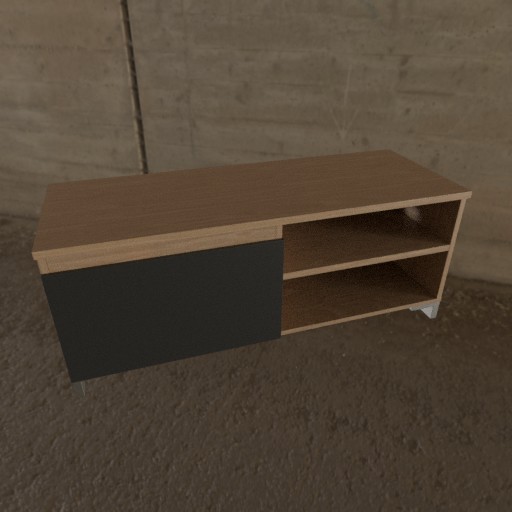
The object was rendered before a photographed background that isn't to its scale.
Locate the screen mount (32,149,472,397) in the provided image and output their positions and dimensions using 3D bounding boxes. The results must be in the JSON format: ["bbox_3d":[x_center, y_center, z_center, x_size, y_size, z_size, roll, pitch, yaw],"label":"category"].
[{"bbox_3d":[0.000,0.000,1.315,1.084,0.432,0.406,-9,31,-15],"label":"screen mount"}]
